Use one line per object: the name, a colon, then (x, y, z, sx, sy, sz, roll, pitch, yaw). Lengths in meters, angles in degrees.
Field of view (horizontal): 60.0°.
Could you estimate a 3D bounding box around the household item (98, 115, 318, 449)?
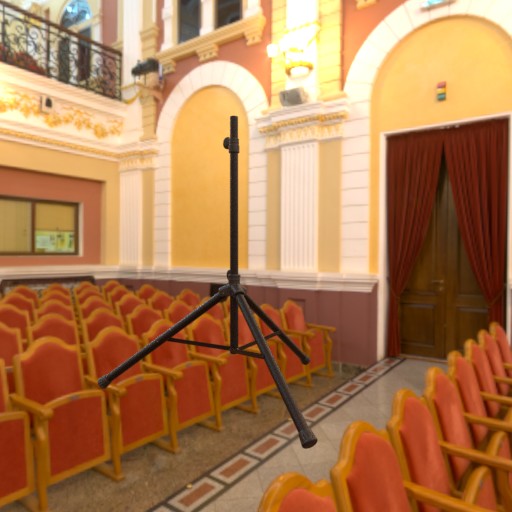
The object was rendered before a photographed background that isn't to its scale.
household item: (0.000, 0.000, 1.936, 1.045, 1.136, 0.907, 1, 1, 37)
